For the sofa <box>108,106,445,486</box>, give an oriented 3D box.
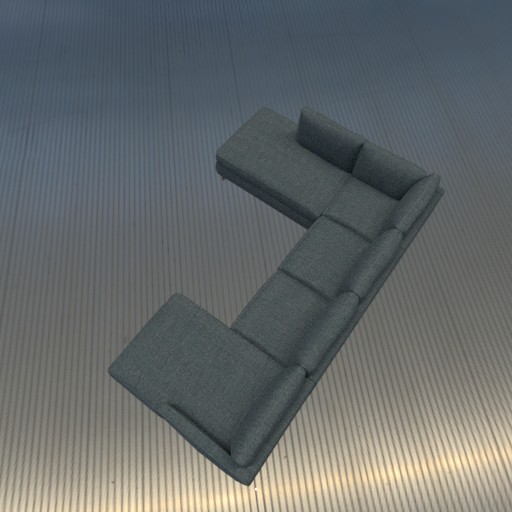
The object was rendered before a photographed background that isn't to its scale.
[{"bbox_3d":[0.000,0.000,3.528,1.879,0.753,2.737,33,67,16],"label":"sofa"}]
